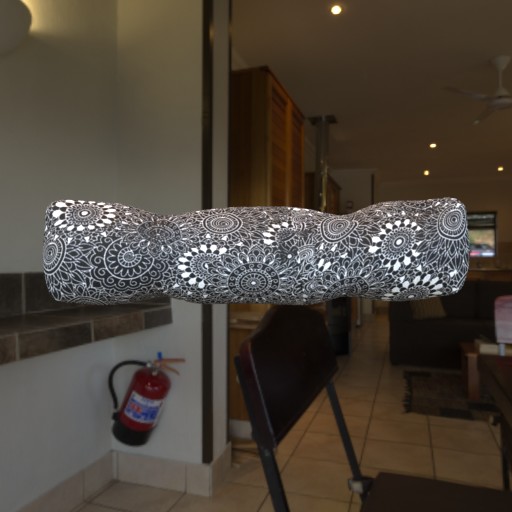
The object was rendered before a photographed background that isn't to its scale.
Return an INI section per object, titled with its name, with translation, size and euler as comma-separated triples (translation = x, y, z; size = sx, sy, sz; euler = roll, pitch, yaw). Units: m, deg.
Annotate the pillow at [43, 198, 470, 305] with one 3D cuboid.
[pillow]
translation = 0.000, 0.000, 0.716
size = 0.490, 0.128, 0.468
euler = 0, -1, 0
